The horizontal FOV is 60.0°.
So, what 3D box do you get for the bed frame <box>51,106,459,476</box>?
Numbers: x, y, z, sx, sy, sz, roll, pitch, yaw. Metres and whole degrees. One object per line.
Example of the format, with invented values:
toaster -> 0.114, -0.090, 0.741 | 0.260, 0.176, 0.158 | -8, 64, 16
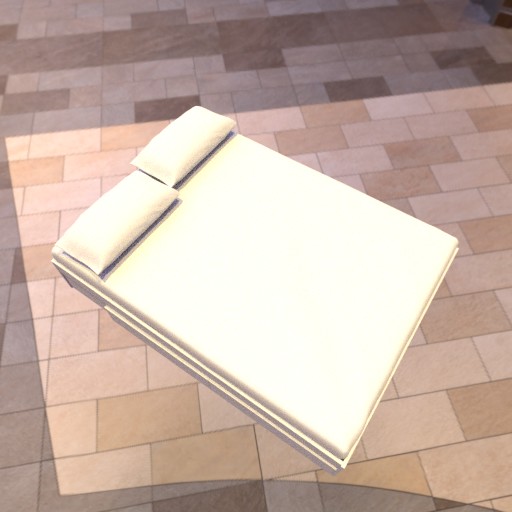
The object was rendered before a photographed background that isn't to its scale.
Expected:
bed frame -> 0.000, 0.000, 2.627 | 1.950, 0.629, 1.450 | 30, 63, 17
